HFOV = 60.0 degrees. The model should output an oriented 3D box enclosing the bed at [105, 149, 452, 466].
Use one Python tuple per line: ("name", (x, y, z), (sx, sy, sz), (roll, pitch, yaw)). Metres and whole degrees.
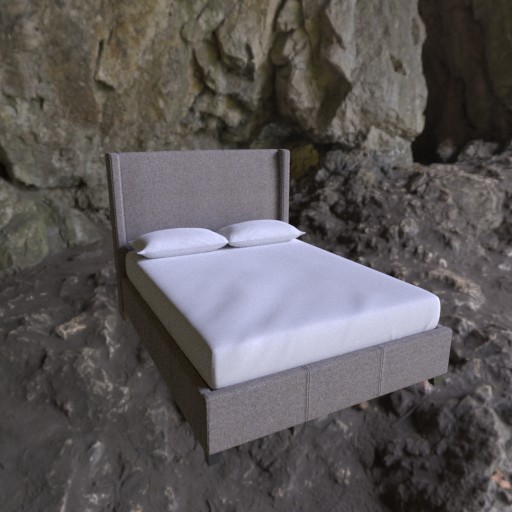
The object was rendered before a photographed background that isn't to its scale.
("bed", (0.000, 0.000, 3.352), (1.714, 1.476, 2.245), (-8, 18, -26))
